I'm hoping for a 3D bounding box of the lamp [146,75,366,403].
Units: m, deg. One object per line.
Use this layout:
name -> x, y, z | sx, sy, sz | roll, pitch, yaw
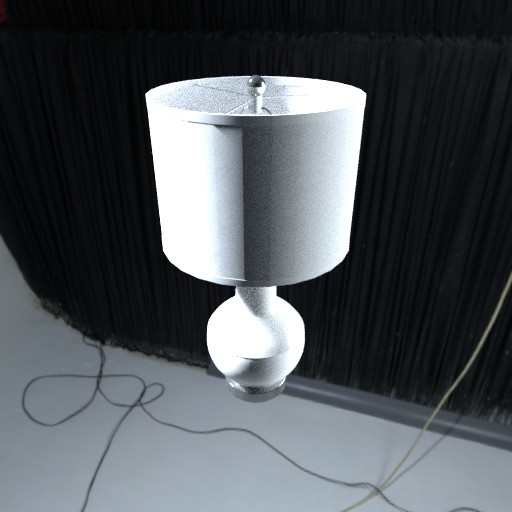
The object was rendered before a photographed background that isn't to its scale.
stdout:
lamp -> 0.000, 0.000, 0.883 | 0.357, 0.673, 0.357 | 10, 31, 16
